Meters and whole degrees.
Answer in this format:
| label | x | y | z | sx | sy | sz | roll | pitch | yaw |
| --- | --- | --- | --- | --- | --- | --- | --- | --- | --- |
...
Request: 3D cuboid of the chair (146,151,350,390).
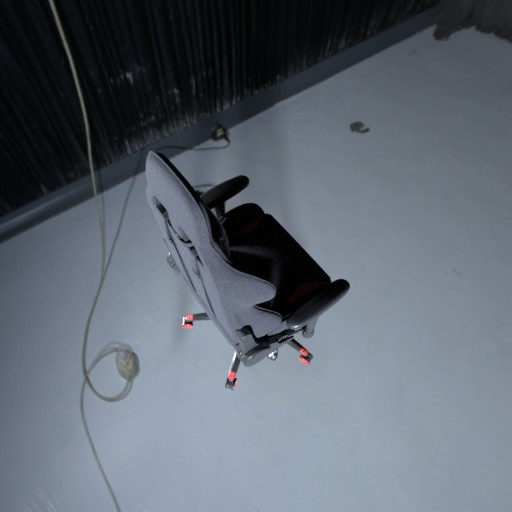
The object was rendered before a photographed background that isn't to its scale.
| label | x | y | z | sx | sy | sz | roll | pitch | yaw |
| --- | --- | --- | --- | --- | --- | --- | --- | --- | --- |
| chair | 0.000 | 0.000 | 1.737 | 0.658 | 1.326 | 0.695 | -33 | 65 | -18 |
